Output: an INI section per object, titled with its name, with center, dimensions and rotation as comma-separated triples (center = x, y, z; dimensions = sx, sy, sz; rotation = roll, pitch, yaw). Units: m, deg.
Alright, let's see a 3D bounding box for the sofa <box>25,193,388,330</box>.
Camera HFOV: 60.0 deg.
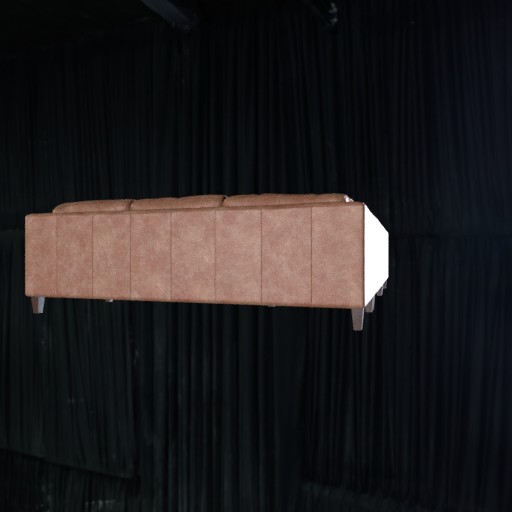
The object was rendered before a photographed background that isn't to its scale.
[sofa]
center = 0.000, 0.000, 4.454
dimensions = 2.430, 0.832, 3.401
rotation = 0, 0, 19
